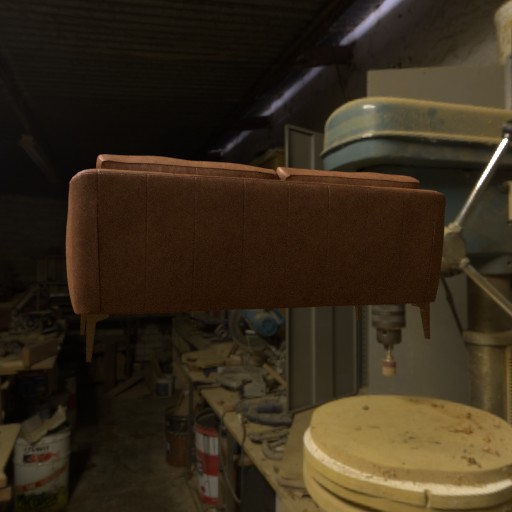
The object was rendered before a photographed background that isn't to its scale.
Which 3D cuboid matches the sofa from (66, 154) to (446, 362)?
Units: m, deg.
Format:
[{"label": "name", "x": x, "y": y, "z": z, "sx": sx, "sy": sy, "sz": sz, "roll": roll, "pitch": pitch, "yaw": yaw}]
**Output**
[{"label": "sofa", "x": 0.000, "y": 0.000, "z": 2.581, "sx": 2.036, "sy": 0.945, "sz": 0.981, "roll": 0, "pitch": -1, "yaw": -19}]
